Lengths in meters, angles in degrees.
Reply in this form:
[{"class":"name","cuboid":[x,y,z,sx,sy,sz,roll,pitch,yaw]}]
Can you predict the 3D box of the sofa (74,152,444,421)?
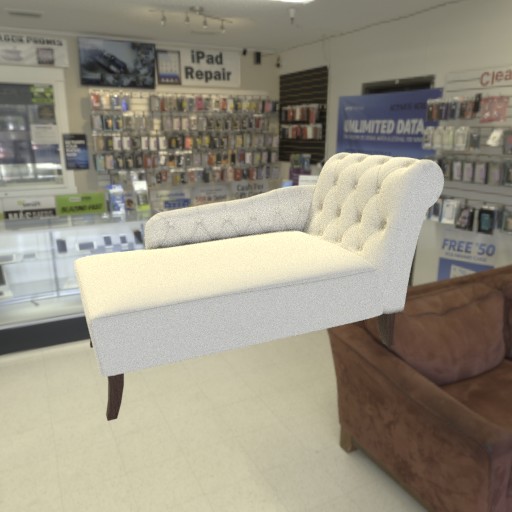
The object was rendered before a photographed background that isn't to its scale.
[{"class":"sofa","cuboid":[0.000,0.000,1.835,1.379,0.787,0.675,-7,18,-24]}]
